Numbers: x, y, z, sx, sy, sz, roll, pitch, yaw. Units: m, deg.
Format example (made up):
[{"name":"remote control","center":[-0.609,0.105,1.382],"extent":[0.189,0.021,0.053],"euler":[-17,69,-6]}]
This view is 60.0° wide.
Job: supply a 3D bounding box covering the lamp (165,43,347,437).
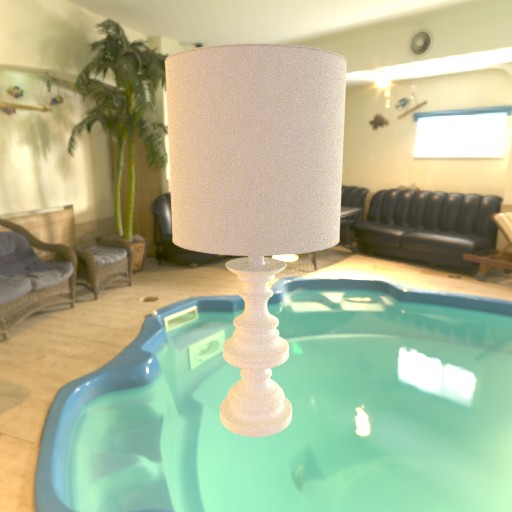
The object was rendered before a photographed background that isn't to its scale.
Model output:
[{"name":"lamp","center":[0.000,0.000,0.567],"extent":[0.208,0.455,0.208],"euler":[7,15,27]}]
